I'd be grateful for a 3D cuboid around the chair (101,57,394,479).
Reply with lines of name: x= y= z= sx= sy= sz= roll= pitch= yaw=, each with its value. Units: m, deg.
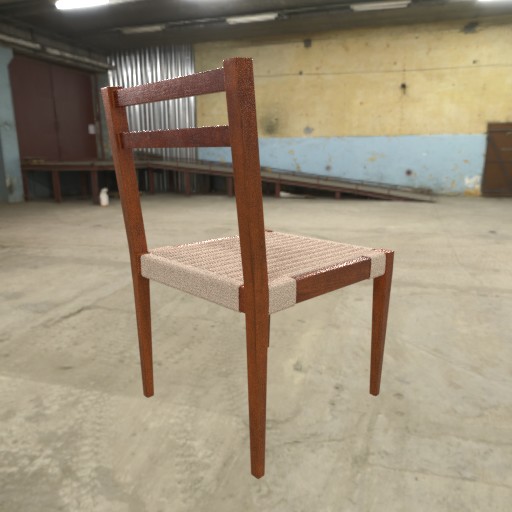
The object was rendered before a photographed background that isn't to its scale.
chair: x=0.000 y=0.000 z=1.186 sx=0.569 sy=0.851 sz=0.495 roll=-12 pitch=18 yaw=-43
